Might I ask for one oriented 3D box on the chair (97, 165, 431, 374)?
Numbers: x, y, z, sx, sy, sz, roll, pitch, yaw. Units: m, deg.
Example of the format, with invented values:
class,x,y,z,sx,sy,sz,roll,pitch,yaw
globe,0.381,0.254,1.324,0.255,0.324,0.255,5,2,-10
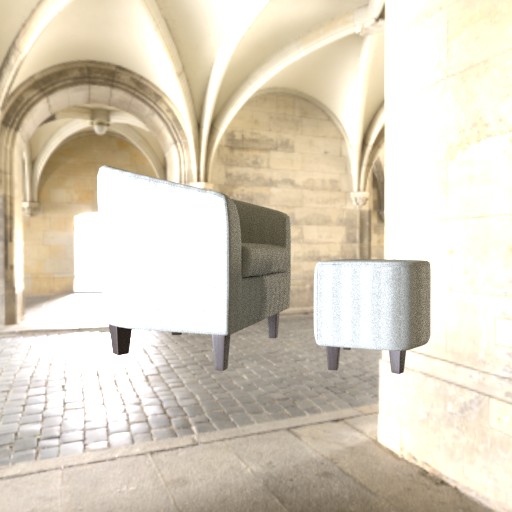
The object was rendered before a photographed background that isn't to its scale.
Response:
class,x,y,z,sx,sy,sz,roll,pitch,yaw
chair,0.000,0.000,1.754,1.288,0.757,0.756,0,1,20
